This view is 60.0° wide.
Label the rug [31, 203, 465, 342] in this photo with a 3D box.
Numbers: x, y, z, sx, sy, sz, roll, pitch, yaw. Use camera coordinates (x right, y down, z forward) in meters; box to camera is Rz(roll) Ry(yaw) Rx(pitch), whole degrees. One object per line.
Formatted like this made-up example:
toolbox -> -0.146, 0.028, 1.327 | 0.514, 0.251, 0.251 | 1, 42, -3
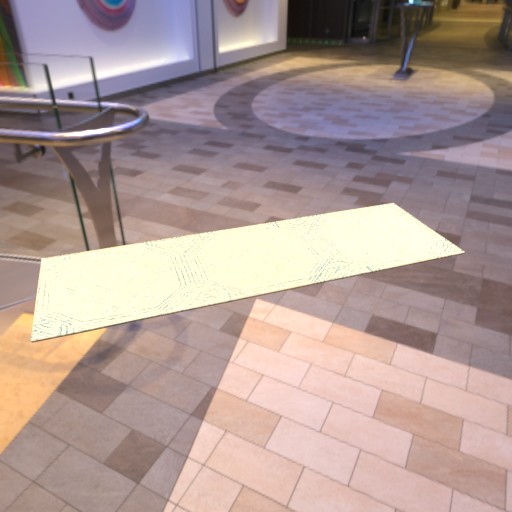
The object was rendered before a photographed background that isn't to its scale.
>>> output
rug -> 0.000, 0.000, 2.685 | 2.452, 0.012, 0.775 | -10, 33, -16
